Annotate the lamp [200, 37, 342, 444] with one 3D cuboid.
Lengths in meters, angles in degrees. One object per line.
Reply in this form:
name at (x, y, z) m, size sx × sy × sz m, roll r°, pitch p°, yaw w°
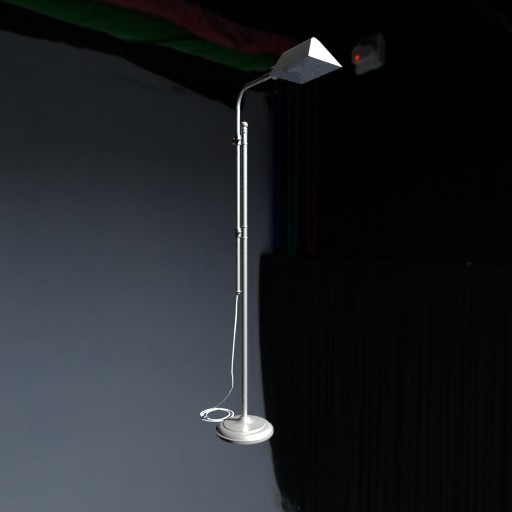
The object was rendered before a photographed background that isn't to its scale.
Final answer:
lamp at (0.000, 0.000, 1.883) m, size 0.256 × 1.571 × 0.813 m, roll -1°, pitch 2°, yaw -36°
